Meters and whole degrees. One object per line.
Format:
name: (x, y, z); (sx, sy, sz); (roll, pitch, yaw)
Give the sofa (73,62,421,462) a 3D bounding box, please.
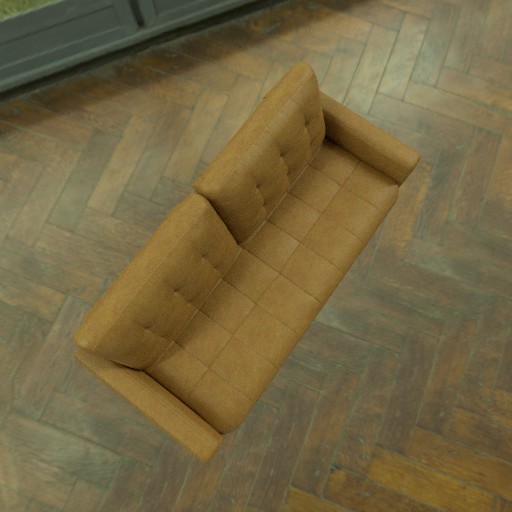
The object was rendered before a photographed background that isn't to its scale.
sofa: (0.000, 0.000, 2.247); (0.850, 0.898, 1.821); (35, 79, 8)
